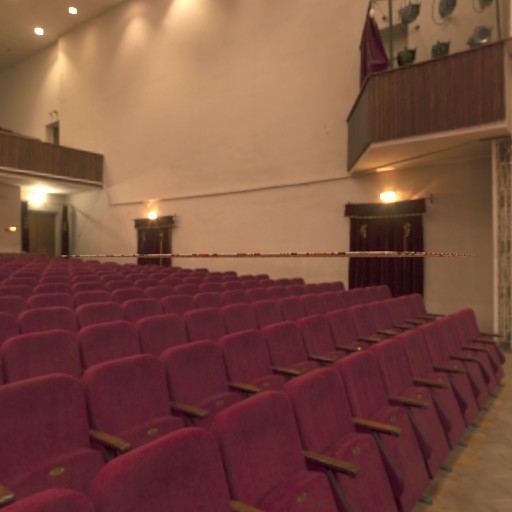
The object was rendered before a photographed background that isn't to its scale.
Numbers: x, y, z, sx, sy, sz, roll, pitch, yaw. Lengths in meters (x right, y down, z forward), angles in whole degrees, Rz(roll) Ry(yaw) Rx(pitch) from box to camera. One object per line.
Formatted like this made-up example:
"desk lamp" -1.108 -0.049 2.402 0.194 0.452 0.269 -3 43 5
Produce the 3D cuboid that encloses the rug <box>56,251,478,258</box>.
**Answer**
"rug" 0.000 0.000 3.131 2.584 0.010 1.523 0 -1 37
